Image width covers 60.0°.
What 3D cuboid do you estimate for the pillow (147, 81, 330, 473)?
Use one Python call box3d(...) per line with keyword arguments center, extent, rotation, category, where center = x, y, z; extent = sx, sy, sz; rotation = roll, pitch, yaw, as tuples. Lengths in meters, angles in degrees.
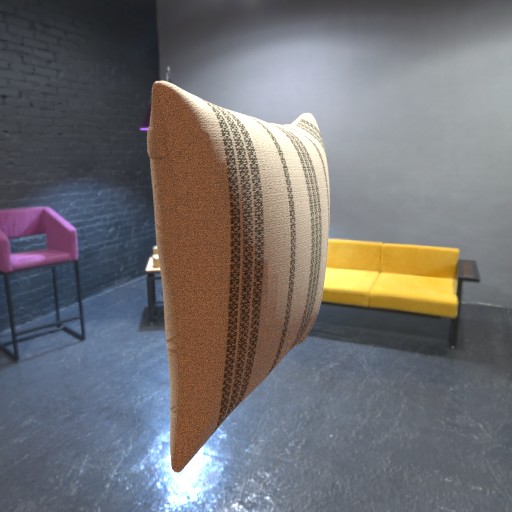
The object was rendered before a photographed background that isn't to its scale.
box3d(center=(0.000, 0.000, 0.612), extent=(0.173, 0.406, 0.405), rotation=(6, 15, 25), category="pillow")
